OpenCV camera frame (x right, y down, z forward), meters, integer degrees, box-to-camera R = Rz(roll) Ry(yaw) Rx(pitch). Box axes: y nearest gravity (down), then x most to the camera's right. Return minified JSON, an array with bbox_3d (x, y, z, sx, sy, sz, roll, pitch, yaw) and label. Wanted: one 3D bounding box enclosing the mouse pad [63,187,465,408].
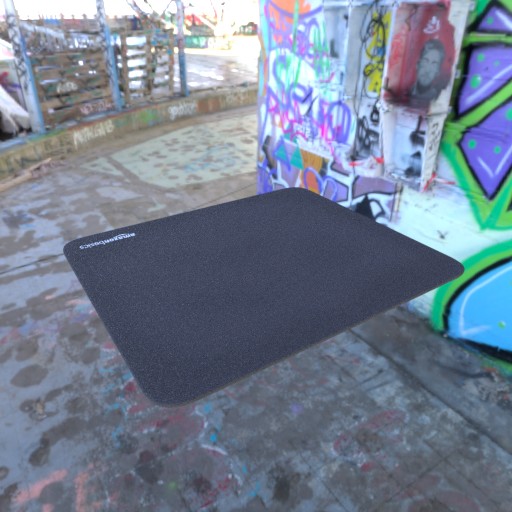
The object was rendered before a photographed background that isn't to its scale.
[{"bbox_3d":[0.000,0.000,0.345,0.249,0.002,0.211,-18,34,-29],"label":"mouse pad"}]
